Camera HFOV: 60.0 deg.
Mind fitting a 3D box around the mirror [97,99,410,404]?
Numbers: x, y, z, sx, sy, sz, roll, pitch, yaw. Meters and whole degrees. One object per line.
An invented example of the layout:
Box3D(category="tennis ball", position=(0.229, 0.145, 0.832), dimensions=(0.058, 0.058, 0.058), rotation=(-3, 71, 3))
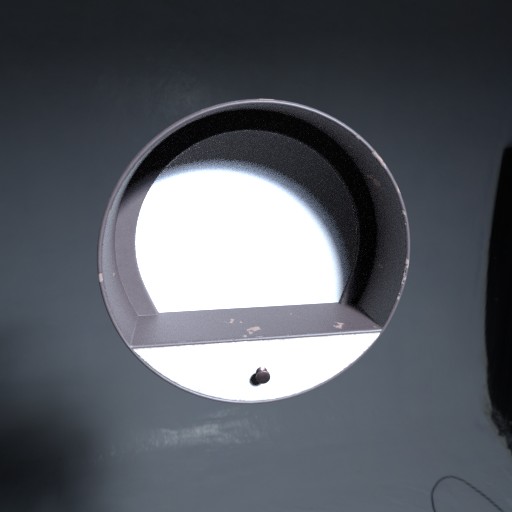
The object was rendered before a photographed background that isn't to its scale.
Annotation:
Box3D(category="mirror", position=(0.000, 0.000, 0.585), dimensions=(0.386, 0.386, 0.126), rotation=(-2, 16, -8))
